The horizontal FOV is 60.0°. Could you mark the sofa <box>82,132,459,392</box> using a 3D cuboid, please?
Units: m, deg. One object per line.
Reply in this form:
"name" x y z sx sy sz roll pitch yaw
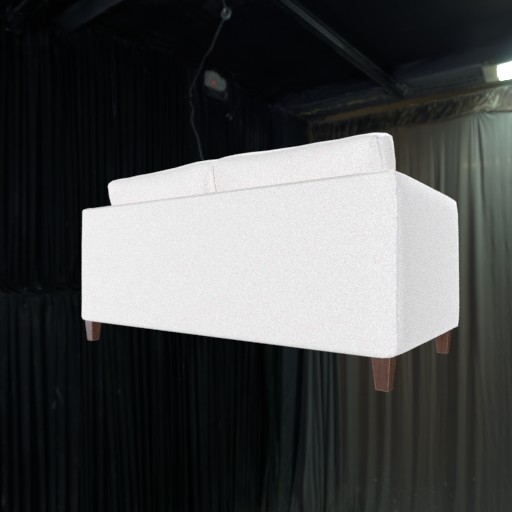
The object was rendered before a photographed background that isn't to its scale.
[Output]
"sofa" 0.000 0.000 2.203 1.722 0.888 0.873 -1 -1 36
